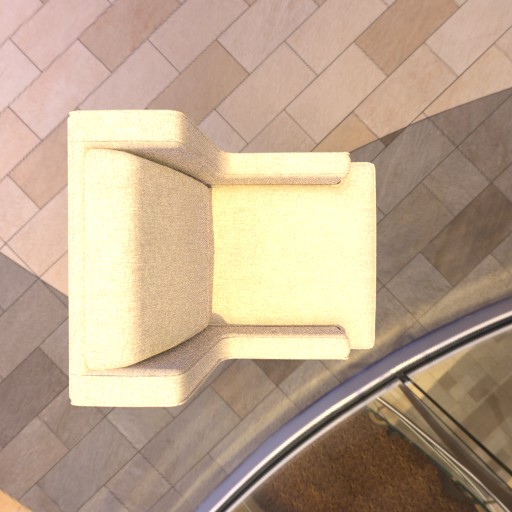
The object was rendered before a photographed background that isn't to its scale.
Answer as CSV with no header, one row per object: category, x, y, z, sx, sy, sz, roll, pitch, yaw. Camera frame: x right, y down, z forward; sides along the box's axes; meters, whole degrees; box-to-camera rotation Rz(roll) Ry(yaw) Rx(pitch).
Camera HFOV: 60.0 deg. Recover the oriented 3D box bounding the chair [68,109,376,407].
chair,0.000,0.000,1.648,0.948,1.082,0.764,0,91,1
